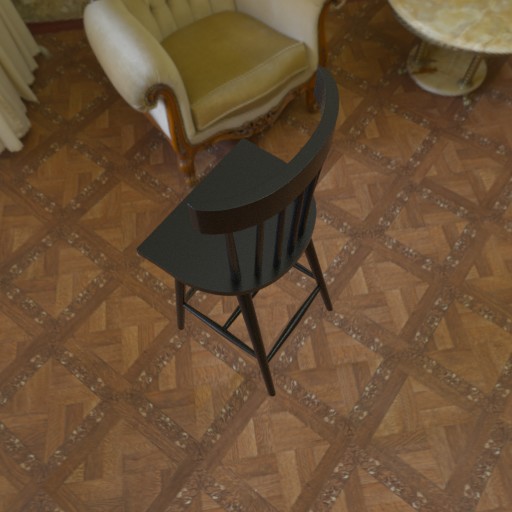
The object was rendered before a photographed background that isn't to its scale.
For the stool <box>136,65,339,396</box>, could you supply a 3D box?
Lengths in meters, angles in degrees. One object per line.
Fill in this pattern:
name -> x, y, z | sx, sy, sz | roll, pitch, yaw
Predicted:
stool -> 0.000, 0.000, 1.355 | 0.483, 1.092, 0.482 | 32, 67, 16
